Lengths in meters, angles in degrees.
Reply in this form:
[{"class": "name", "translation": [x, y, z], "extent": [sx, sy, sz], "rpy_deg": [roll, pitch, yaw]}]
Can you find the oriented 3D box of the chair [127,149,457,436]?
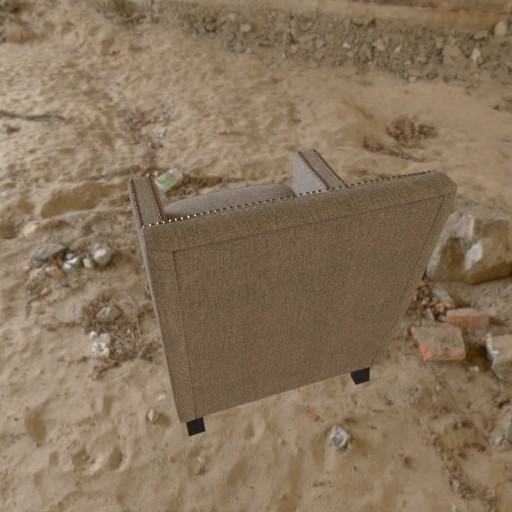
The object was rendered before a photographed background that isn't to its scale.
[{"class": "chair", "translation": [0.000, 0.000, 1.597], "extent": [0.776, 0.967, 0.884], "rpy_deg": [-12, 43, -14]}]
